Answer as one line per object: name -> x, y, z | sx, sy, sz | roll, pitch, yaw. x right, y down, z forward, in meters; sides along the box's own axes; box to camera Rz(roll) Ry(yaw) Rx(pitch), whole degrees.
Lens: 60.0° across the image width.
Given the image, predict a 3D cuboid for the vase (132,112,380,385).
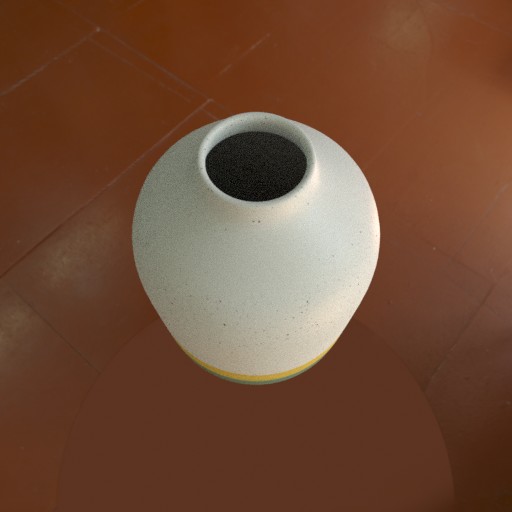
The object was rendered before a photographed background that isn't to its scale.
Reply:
vase -> 0.000, 0.000, 0.341 | 0.169, 0.240, 0.169 | 0, 64, 0
